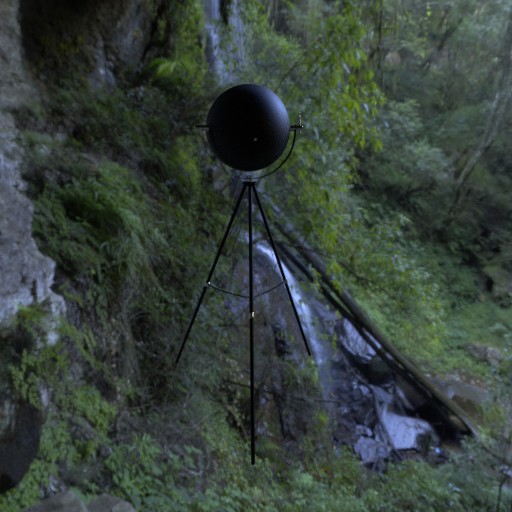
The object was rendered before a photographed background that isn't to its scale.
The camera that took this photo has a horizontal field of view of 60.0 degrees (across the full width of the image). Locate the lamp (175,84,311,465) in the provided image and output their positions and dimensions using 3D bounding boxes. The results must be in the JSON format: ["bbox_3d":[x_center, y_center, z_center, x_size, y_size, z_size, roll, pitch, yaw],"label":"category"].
[{"bbox_3d":[0.000,0.000,2.053,0.817,1.512,0.920,-2,15,-9],"label":"lamp"}]
